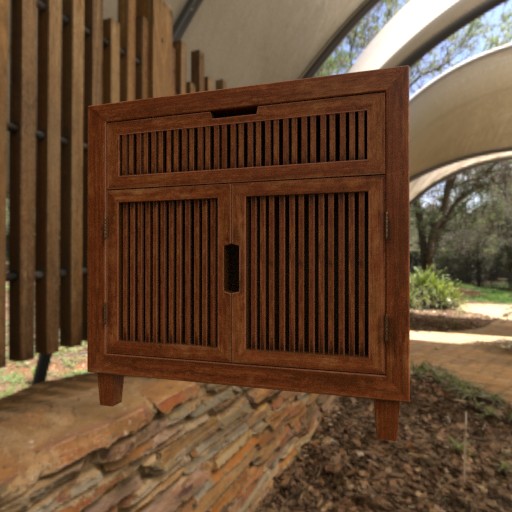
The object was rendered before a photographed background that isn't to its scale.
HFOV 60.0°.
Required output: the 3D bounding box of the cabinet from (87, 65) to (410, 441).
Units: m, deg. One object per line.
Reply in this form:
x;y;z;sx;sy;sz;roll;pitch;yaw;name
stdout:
0.000;0.000;1.227;0.796;0.785;0.412;0;0;18;cabinet
